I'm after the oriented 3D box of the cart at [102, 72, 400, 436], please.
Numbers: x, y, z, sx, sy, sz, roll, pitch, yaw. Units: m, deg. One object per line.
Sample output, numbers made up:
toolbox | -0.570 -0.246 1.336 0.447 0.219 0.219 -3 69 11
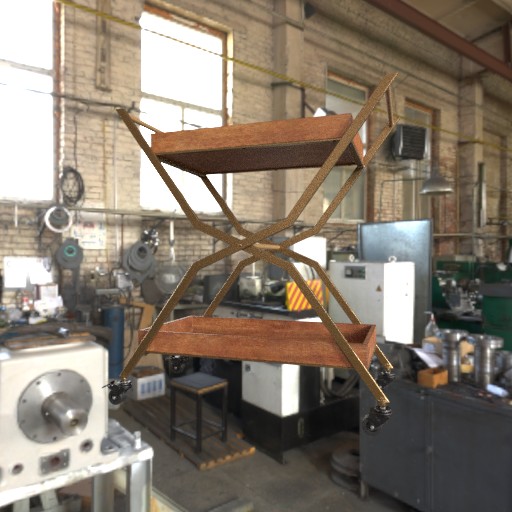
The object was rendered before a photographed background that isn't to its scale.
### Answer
cart | 0.000 0.000 1.359 0.836 0.869 0.405 0 0 19
